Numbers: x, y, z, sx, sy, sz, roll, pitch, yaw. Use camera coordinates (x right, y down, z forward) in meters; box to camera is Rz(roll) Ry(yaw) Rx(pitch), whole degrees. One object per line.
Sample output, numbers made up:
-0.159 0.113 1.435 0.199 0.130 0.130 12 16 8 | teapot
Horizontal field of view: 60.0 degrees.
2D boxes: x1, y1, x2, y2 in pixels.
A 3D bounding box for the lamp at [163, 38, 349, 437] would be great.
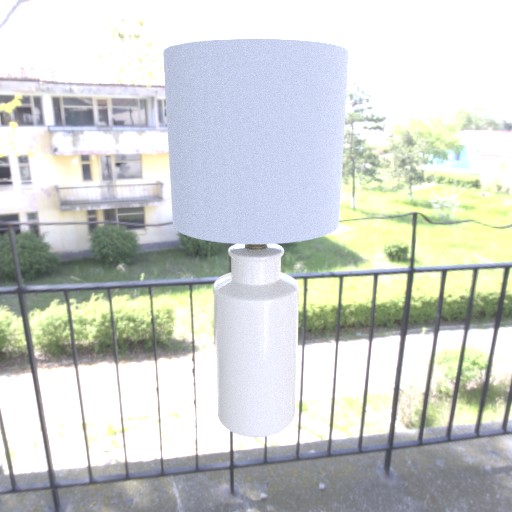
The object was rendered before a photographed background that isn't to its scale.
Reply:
0.000 0.000 0.588 0.212 0.493 0.212 -3 18 -9 | lamp
